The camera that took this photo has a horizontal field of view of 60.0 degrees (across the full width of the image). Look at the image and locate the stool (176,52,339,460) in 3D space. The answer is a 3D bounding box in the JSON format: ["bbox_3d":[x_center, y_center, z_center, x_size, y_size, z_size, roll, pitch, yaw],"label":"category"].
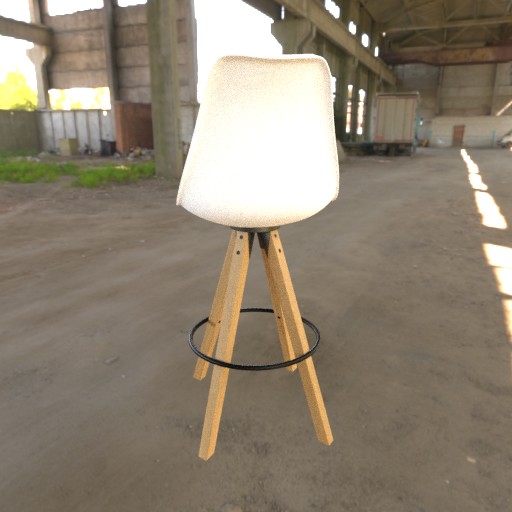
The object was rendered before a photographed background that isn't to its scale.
[{"bbox_3d":[0.000,0.000,1.411,0.482,1.115,0.549,-3,16,-9],"label":"stool"}]
